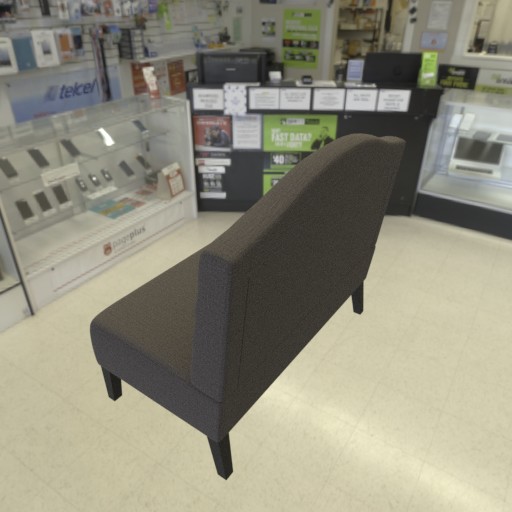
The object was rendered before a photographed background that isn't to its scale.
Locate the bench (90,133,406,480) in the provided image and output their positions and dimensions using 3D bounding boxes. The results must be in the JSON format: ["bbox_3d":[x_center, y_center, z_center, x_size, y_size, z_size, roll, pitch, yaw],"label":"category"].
[{"bbox_3d":[0.000,0.000,2.027,0.815,1.180,1.335,20,37,30],"label":"bench"}]
